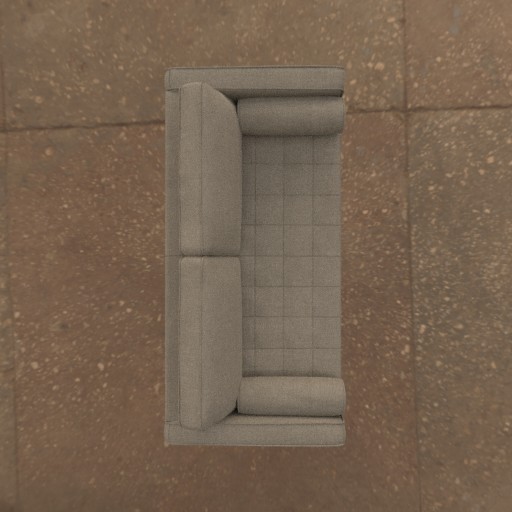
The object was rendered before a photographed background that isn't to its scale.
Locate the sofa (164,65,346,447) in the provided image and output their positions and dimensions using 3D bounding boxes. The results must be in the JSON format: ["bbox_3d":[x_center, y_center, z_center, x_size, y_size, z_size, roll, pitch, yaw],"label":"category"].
[{"bbox_3d":[0.000,0.000,2.350,0.914,0.762,1.879,0,90,1],"label":"sofa"}]
